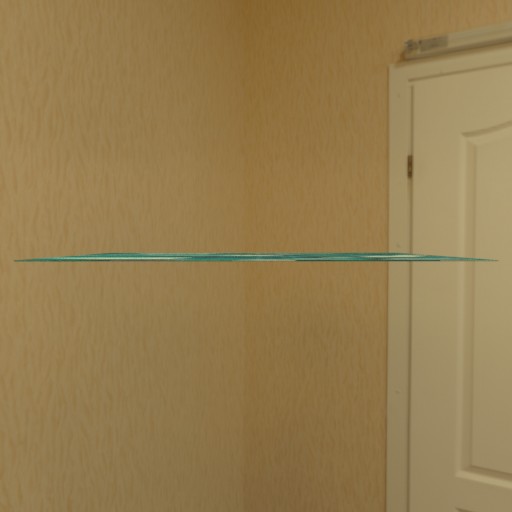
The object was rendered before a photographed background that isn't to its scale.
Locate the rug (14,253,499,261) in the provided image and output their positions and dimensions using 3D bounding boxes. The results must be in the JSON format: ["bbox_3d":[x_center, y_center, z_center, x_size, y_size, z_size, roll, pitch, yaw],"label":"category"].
[{"bbox_3d":[0.000,0.000,2.959,2.420,0.005,1.528,0,2,-1],"label":"rug"}]
